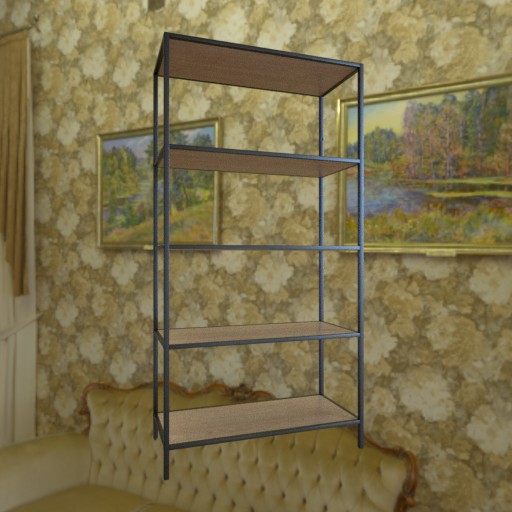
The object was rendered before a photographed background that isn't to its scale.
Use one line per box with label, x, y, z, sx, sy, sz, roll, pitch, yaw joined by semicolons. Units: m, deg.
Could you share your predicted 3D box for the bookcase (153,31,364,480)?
bookcase;0.000;0.000;1.770;0.770;1.500;0.350;0;0;-19
